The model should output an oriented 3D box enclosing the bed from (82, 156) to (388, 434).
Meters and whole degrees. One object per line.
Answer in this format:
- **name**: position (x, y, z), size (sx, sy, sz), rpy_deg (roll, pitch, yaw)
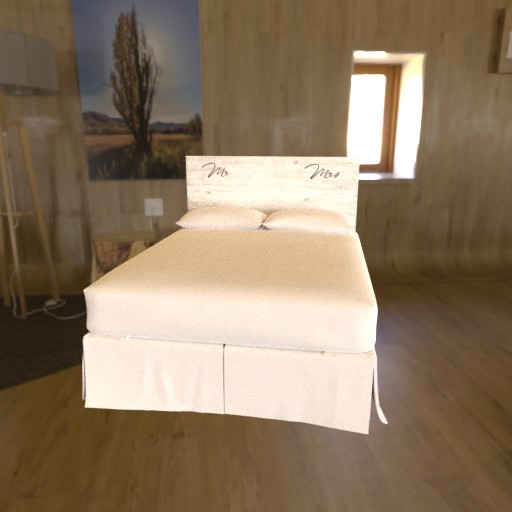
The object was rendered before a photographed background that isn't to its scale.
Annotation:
- **bed**: position (0.000, 0.000, 3.234), size (1.745, 1.335, 2.094), rpy_deg (2, 15, 9)
